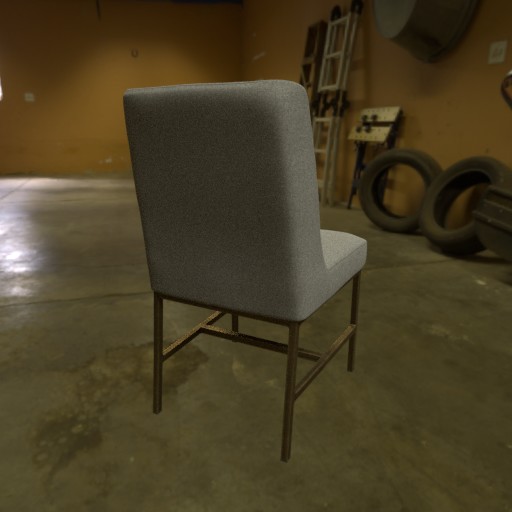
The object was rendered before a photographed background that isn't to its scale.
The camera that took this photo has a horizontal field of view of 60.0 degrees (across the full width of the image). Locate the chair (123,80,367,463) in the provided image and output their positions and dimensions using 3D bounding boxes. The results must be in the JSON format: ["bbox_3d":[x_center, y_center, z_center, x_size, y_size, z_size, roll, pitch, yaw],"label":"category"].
[{"bbox_3d":[0.000,0.000,1.277,0.508,0.889,0.587,8,18,27],"label":"chair"}]
